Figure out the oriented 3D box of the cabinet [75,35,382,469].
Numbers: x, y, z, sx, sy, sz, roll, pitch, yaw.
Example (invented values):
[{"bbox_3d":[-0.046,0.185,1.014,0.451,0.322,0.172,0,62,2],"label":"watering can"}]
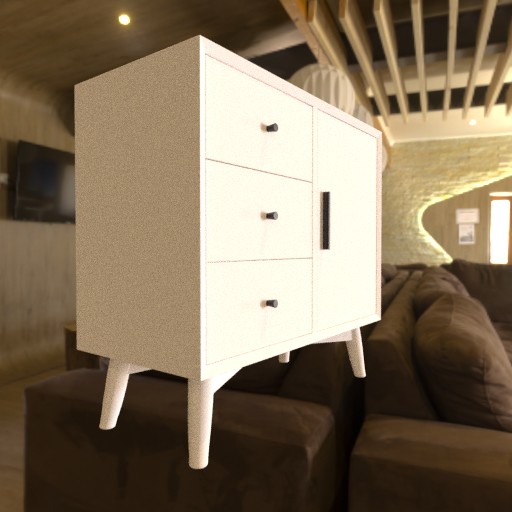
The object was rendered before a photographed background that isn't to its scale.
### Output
[{"bbox_3d":[0.000,0.000,1.182,0.398,0.761,0.800,1,2,37],"label":"cabinet"}]
